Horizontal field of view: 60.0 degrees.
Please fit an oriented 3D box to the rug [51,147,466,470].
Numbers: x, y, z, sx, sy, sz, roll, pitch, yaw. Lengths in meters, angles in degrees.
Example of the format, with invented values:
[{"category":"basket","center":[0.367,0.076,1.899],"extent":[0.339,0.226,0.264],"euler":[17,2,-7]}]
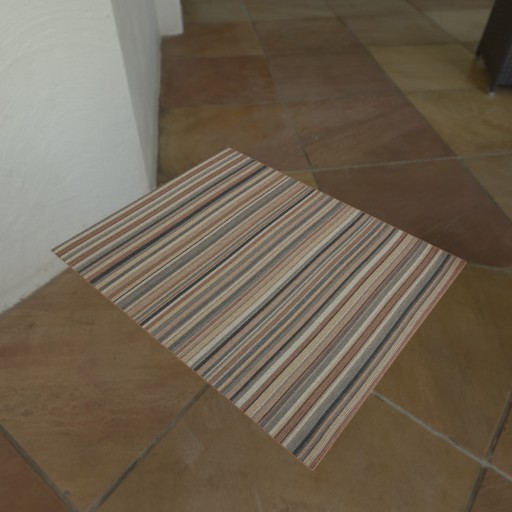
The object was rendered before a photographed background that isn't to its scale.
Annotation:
[{"category":"rug","center":[0.000,0.000,4.139],"extent":[3.045,0.011,2.436],"euler":[31,53,28]}]
